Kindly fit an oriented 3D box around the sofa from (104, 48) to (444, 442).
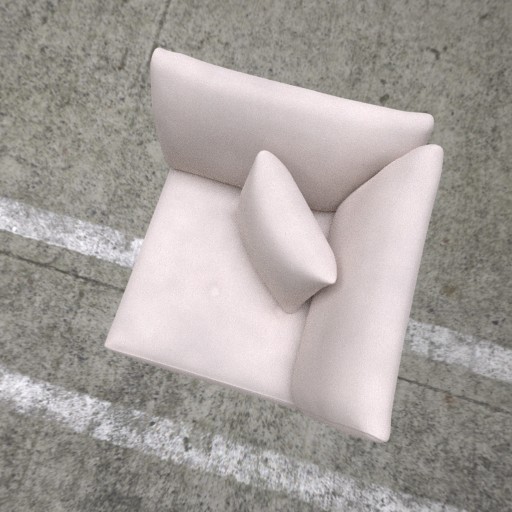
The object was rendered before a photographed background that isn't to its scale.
[{"bbox_3d":[0.000,0.000,1.665,1.000,0.820,1.000,16,76,4],"label":"sofa"}]
